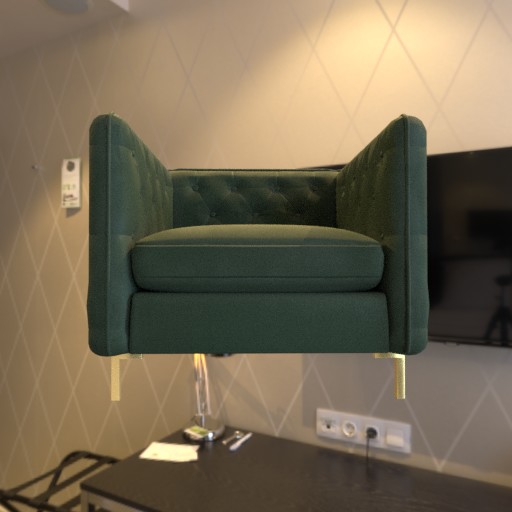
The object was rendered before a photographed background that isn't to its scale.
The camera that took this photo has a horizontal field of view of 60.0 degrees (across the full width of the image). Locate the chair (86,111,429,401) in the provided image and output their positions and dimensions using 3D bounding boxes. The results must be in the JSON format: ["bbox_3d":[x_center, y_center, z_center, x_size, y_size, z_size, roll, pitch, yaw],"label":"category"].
[{"bbox_3d":[0.000,0.000,1.548,0.917,0.768,0.855,0,-1,-1],"label":"chair"}]
